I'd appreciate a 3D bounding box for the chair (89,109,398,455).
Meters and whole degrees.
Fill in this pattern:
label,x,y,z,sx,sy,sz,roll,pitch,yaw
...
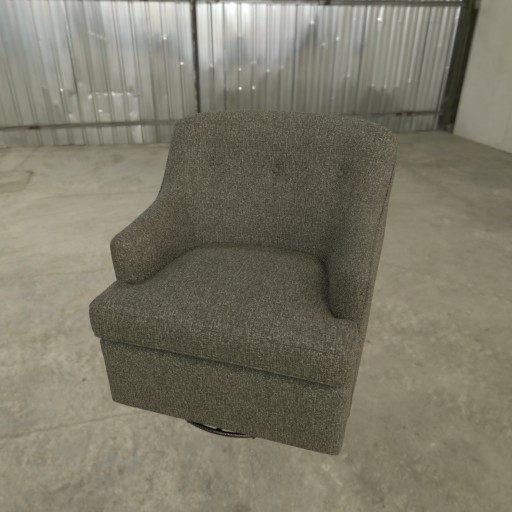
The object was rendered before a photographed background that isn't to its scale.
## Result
label,x,y,z,sx,sy,sz,roll,pitch,yaw
chair,0.000,0.000,1.568,0.864,0.856,0.923,8,29,15
